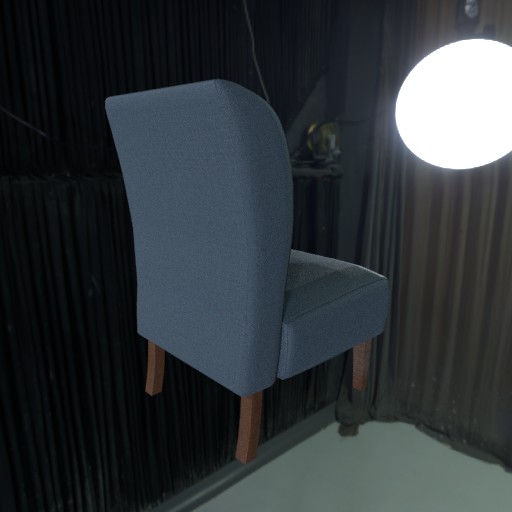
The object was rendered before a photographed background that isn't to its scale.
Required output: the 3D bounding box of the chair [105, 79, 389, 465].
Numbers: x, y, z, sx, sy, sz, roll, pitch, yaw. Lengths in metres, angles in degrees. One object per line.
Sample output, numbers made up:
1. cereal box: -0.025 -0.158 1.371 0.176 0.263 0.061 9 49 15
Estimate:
1. chair: 0.000 0.000 1.193 0.592 0.804 0.513 -13 19 -43
